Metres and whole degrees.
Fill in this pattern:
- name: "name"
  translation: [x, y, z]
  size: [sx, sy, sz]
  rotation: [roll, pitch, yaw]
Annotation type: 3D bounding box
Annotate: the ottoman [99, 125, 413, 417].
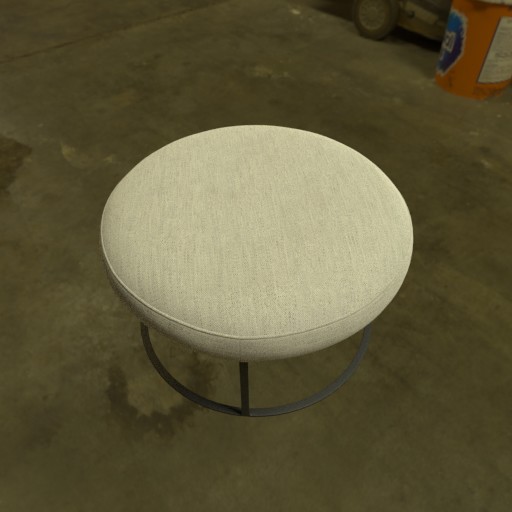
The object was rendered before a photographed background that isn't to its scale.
- name: "ottoman"
  translation: [0.000, 0.000, 1.213]
  size: [0.769, 0.459, 0.769]
  rotation: [0, 46, 0]
